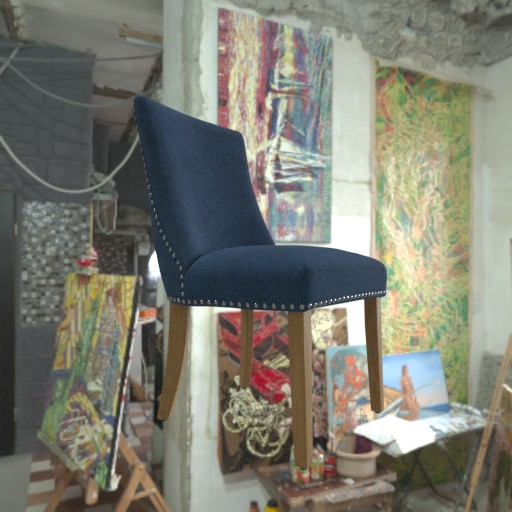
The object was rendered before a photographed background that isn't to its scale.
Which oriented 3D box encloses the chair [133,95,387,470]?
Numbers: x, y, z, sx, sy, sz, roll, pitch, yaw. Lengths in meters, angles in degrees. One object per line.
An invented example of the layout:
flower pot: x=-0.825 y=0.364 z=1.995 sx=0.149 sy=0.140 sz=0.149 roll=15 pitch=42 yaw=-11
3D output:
chair: x=0.000 y=0.000 z=1.268 sx=0.610 sy=0.902 sz=0.495 roll=0 pitch=-1 yaw=36
